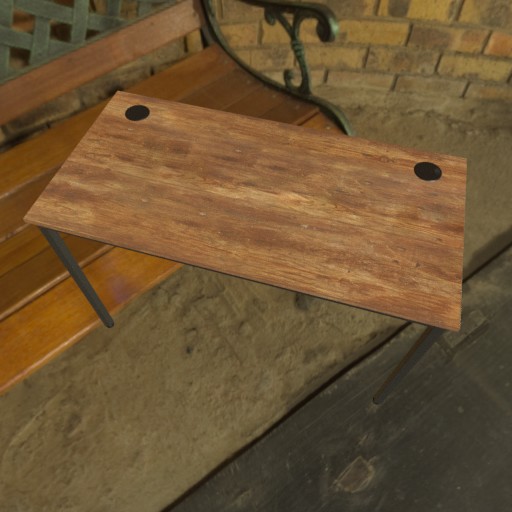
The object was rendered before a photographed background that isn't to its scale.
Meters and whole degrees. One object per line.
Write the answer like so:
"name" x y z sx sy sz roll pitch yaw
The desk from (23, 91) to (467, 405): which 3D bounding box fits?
"desk" 0.000 0.000 1.629 1.200 0.749 0.600 14 58 9
